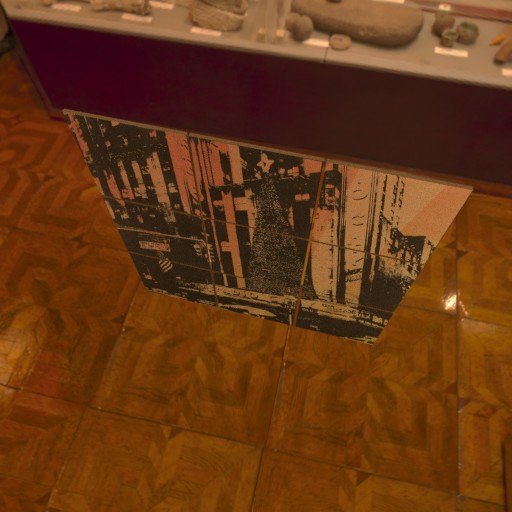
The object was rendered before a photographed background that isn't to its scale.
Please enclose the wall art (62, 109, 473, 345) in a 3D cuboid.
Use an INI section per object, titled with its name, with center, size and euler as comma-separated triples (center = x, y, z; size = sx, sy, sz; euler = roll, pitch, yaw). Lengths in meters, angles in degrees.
[wall art]
center = 0.000, 0.000, 1.793
size = 1.216, 1.216, 0.013
euler = 13, 60, 7
